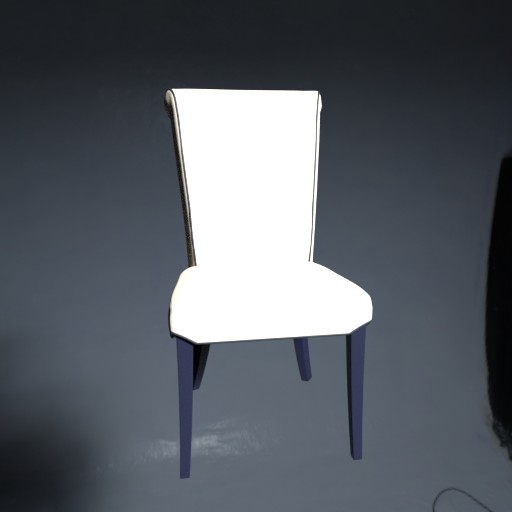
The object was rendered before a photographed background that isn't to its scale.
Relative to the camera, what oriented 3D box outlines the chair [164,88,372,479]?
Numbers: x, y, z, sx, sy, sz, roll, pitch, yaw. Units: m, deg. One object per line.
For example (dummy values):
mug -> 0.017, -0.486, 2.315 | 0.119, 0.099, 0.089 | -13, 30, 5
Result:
chair -> 0.000, 0.000, 1.334 | 0.522, 0.997, 0.623 | -2, 14, -8
